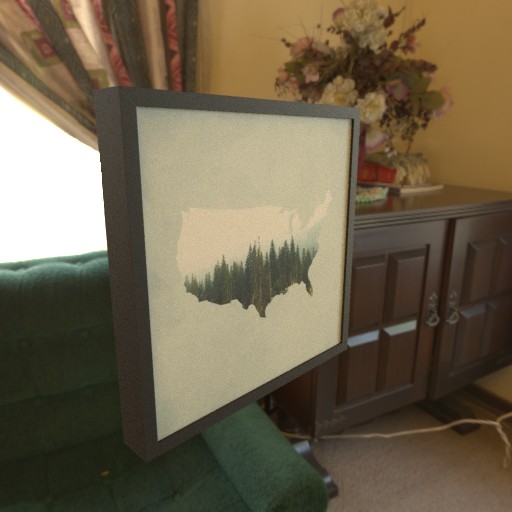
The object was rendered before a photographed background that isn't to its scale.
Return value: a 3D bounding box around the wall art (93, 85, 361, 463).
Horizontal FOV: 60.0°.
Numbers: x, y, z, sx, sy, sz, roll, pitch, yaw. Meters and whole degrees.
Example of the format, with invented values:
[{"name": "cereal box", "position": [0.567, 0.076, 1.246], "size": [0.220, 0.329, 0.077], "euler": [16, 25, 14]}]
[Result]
[{"name": "wall art", "position": [0.000, 0.000, 0.459], "size": [0.038, 0.304, 0.304], "euler": [14, 20, 43]}]
